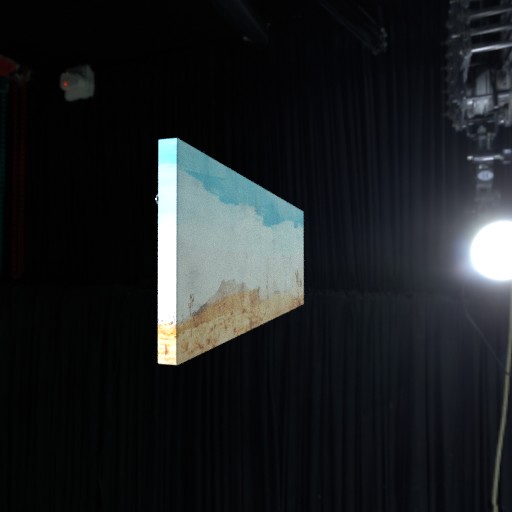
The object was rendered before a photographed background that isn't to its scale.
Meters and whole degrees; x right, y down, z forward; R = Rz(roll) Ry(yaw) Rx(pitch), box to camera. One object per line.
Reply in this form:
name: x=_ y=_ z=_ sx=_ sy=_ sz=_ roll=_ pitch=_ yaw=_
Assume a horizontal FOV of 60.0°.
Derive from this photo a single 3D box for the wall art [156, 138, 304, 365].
wall art: x=0.000 y=0.000 z=0.860 sx=0.044 sy=0.254 sz=0.759 roll=0 pitch=-1 yaw=17
